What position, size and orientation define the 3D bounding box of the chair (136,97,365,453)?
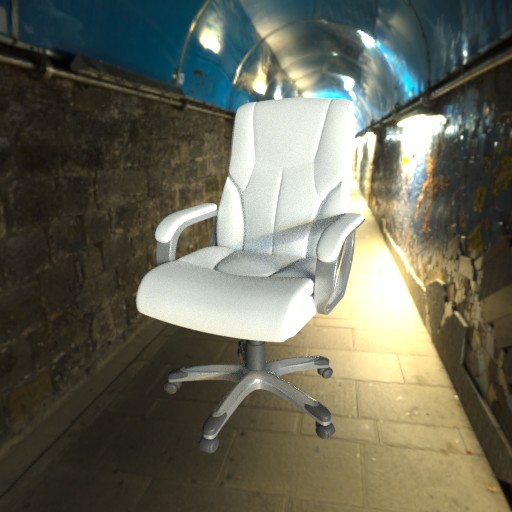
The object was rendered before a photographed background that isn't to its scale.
[{"bbox_3d":[0.000,0.000,1.574,0.687,1.120,0.738,7,16,25],"label":"chair"}]
